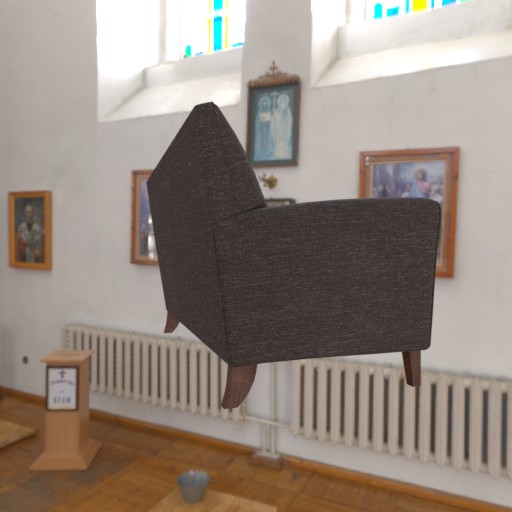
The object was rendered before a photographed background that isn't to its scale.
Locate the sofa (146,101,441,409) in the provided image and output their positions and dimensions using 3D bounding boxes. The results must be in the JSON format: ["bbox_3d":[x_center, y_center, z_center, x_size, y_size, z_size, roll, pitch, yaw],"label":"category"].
[{"bbox_3d":[0.000,0.000,2.073,0.867,0.905,1.509,0,0,-19],"label":"sofa"}]
